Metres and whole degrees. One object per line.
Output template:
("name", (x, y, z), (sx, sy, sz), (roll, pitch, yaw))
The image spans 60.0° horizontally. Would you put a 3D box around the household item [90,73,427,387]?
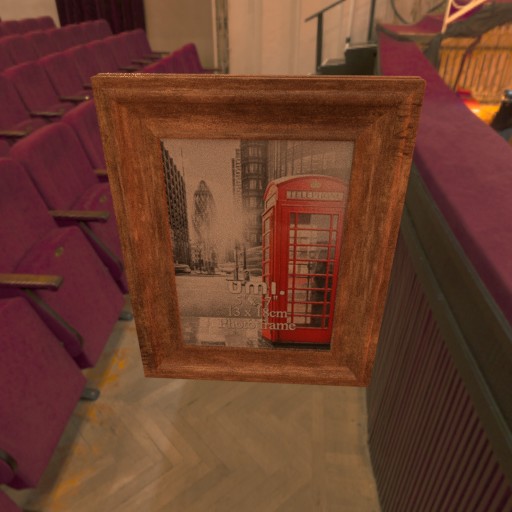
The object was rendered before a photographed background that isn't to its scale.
("household item", (0.000, 0.000, 0.312), (0.186, 0.237, 0.018), (2, 31, 3))
